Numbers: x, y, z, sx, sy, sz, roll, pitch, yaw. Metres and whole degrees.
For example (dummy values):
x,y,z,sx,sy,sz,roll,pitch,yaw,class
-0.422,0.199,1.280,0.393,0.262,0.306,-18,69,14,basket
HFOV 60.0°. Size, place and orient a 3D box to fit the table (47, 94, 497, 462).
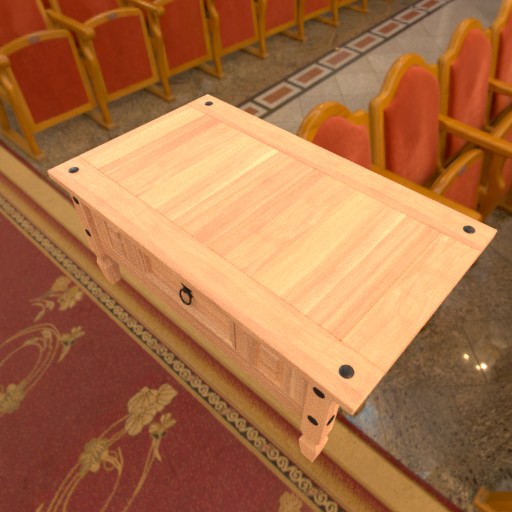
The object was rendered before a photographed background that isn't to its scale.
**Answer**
x,y,z,sx,sy,sz,roll,pitch,yaw,class
0.000,0.000,1.283,1.000,0.437,0.600,34,55,28,table
